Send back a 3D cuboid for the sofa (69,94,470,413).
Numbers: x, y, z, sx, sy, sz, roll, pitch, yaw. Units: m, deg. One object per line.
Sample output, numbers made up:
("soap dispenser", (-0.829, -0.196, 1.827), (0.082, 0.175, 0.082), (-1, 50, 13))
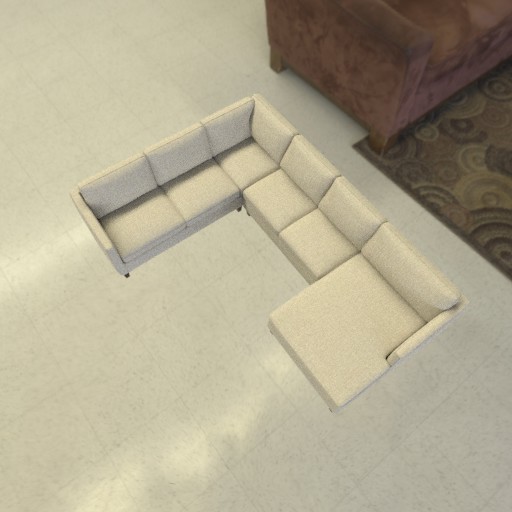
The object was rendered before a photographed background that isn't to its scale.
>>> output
("sofa", (0.000, 0.000, 4.624), (2.551, 0.889, 3.403), (-32, 66, -16))
